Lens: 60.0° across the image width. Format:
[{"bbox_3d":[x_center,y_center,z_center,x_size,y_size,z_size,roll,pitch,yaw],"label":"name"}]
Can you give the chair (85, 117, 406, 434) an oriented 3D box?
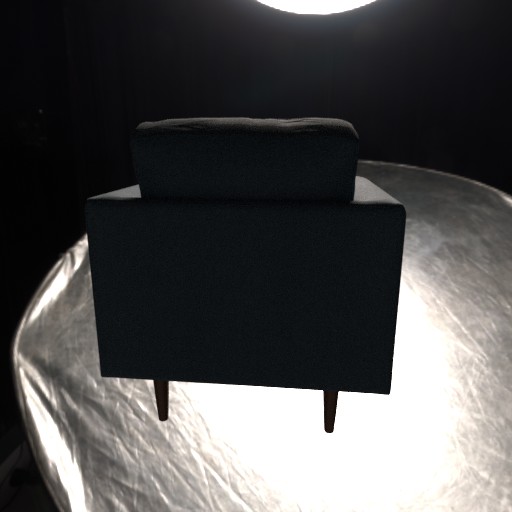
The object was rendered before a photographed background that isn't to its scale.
[{"bbox_3d":[0.000,0.000,1.576,0.855,0.922,0.820,2,15,6],"label":"chair"}]
